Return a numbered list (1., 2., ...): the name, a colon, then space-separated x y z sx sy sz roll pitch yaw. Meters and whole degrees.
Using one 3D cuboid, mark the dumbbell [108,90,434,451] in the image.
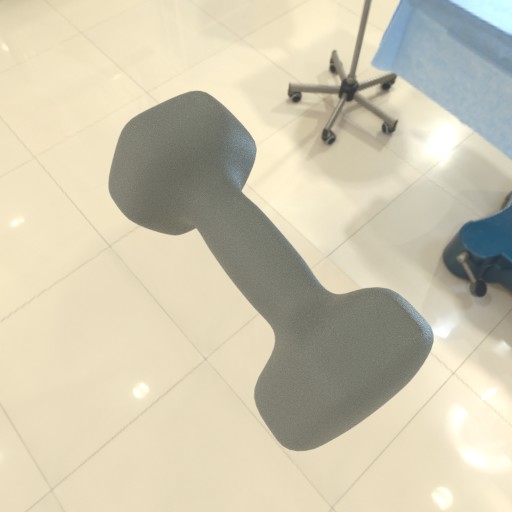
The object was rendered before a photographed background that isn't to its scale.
1. dumbbell: 0.000 0.000 0.228 0.090 0.081 0.184 -32 67 -15
